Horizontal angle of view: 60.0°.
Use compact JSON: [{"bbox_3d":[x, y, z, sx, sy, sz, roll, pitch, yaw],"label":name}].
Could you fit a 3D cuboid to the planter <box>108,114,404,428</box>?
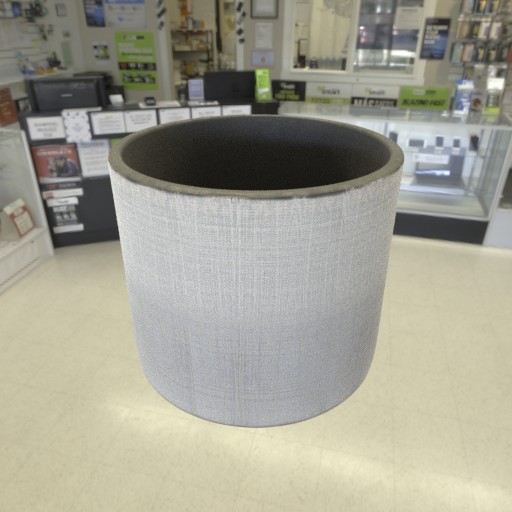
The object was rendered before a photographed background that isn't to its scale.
[{"bbox_3d":[0.000,0.000,0.392,0.226,0.201,0.226,0,29,0],"label":"planter"}]
